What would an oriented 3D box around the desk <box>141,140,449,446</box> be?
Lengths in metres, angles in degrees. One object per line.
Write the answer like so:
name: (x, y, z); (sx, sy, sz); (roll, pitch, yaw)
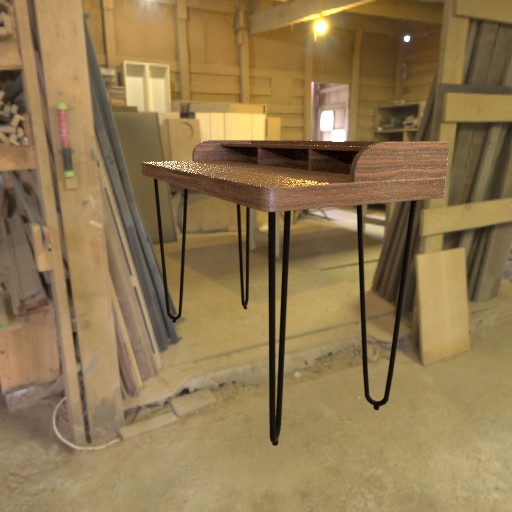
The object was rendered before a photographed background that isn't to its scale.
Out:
desk: (0.000, 0.000, 1.698); (0.565, 0.854, 1.200); (-7, 17, -26)
